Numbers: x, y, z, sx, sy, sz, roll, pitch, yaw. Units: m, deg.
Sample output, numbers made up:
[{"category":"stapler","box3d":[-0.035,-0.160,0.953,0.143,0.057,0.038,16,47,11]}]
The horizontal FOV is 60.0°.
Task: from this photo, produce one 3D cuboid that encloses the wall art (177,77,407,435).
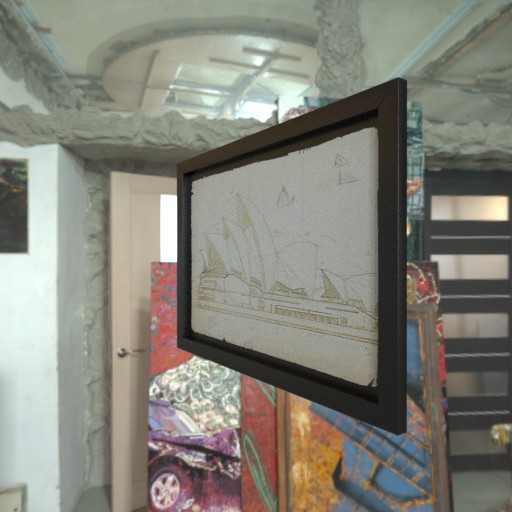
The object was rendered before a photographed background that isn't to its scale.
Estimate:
[{"category":"wall art","box3d":[0.000,0.000,0.562,0.013,0.306,0.440,0,0,-35]}]
